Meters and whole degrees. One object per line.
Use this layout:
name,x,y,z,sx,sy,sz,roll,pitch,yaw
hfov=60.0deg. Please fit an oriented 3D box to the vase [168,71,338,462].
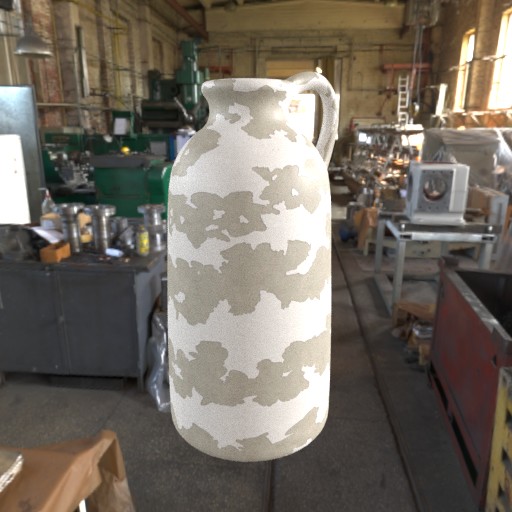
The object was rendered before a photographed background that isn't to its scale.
vase,0.000,0.000,0.485,0.203,0.382,0.186,-8,18,-27
